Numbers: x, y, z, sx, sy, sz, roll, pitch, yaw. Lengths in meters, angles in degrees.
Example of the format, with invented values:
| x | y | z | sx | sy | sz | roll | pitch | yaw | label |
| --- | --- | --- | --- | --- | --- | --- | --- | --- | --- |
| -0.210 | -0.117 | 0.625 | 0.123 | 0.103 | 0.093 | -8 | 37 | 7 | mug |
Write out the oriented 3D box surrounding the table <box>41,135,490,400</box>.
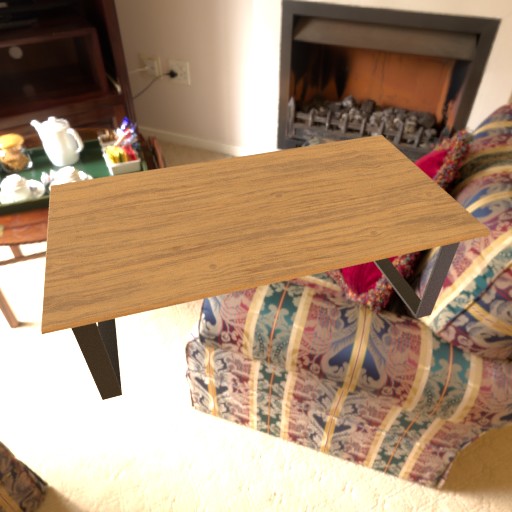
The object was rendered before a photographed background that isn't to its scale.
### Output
| x | y | z | sx | sy | sz | roll | pitch | yaw | label |
| --- | --- | --- | --- | --- | --- | --- | --- | --- | --- |
| 0.000 | 0.000 | 1.635 | 1.331 | 0.445 | 0.693 | -12 | 43 | -13 | table |
